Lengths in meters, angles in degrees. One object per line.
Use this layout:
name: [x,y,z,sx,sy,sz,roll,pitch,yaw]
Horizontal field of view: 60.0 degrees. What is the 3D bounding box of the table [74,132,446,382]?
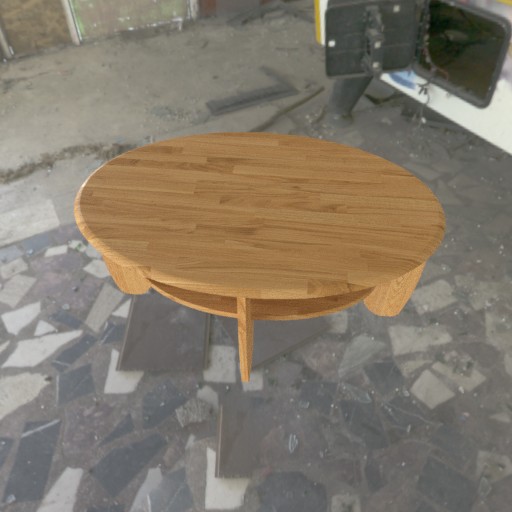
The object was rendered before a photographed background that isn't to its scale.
table: [0.000,0.000,1.418,1.040,0.490,0.690,5,47,4]
